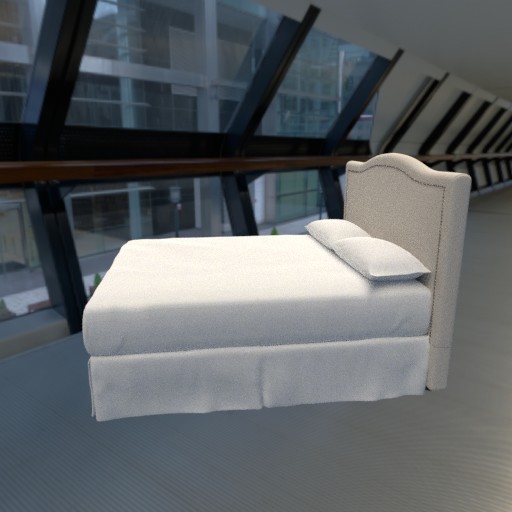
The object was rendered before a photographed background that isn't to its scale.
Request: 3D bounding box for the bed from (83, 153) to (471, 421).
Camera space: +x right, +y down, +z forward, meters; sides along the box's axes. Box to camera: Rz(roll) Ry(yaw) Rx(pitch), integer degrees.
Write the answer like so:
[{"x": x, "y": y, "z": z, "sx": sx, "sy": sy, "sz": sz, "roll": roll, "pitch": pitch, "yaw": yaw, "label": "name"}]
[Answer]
[{"x": 0.000, "y": 0.000, "z": 3.239, "sx": 2.143, "sy": 1.460, "sz": 1.753, "roll": -2, "pitch": 14, "yaw": -8, "label": "bed"}]
